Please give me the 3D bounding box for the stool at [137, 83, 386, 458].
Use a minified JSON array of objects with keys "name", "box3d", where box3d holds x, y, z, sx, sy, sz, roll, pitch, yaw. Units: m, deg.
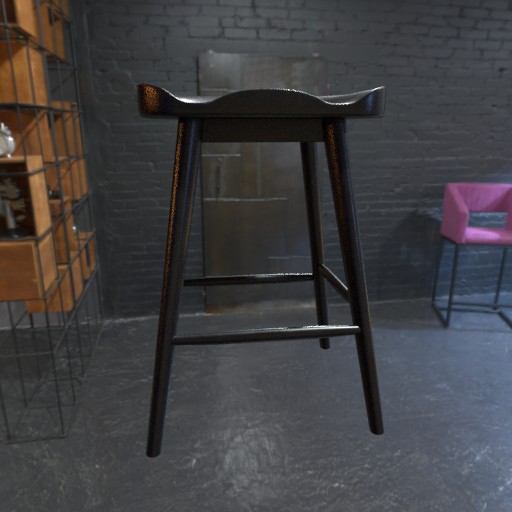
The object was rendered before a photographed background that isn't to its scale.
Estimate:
[{"name":"stool","box3d":[0.000,0.000,0.882,0.440,0.615,0.361,-2,16,-8]}]
